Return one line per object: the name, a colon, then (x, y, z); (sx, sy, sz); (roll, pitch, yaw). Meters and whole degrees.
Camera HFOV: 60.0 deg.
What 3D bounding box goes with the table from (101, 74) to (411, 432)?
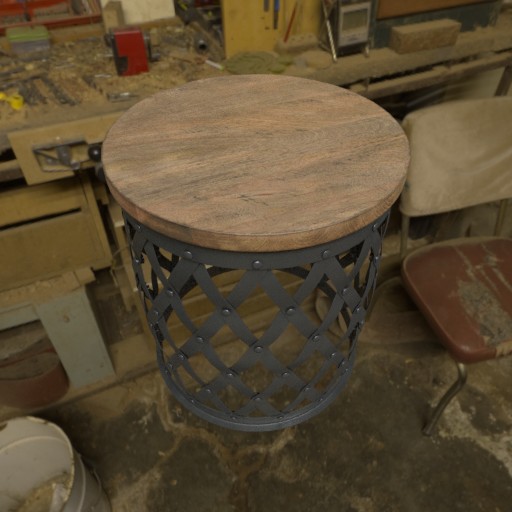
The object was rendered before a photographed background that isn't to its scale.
table: (0.000, 0.000, 0.753); (0.405, 0.454, 0.405); (0, 44, 0)
